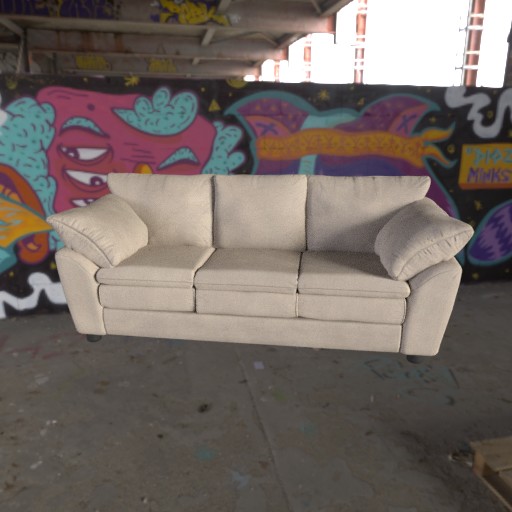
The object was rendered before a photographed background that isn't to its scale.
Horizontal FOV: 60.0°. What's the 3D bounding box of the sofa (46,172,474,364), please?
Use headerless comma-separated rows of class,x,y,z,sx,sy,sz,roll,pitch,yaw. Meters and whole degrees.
sofa,0.000,0.000,2.819,2.334,0.996,0.878,2,15,8
